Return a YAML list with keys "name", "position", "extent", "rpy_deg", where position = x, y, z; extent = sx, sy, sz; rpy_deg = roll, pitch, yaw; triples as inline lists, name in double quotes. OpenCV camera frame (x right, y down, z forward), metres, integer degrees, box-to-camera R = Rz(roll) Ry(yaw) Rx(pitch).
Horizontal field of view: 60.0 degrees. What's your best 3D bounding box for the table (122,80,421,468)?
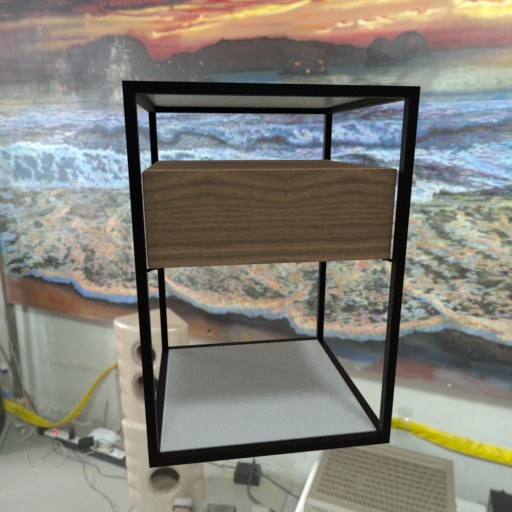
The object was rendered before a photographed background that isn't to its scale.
- name: "table"
  position: [0.000, 0.000, 0.799]
  extent: [0.378, 0.540, 0.378]
  rpy_deg: [-2, 15, -8]
